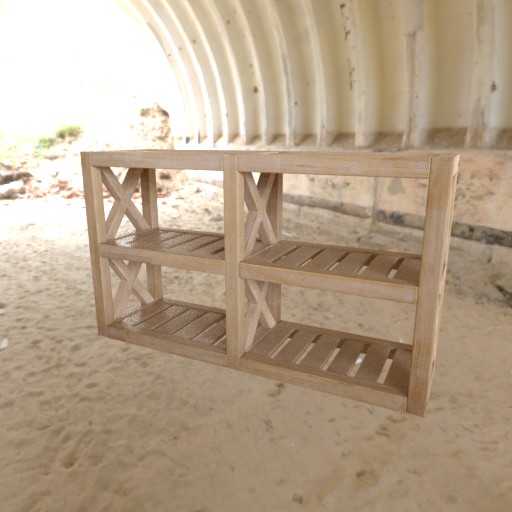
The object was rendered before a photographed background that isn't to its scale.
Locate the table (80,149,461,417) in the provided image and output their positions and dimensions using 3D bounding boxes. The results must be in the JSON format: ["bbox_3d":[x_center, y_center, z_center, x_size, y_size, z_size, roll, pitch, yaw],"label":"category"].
[{"bbox_3d":[0.000,0.000,1.671,1.320,0.762,0.381,7,17,25],"label":"table"}]
